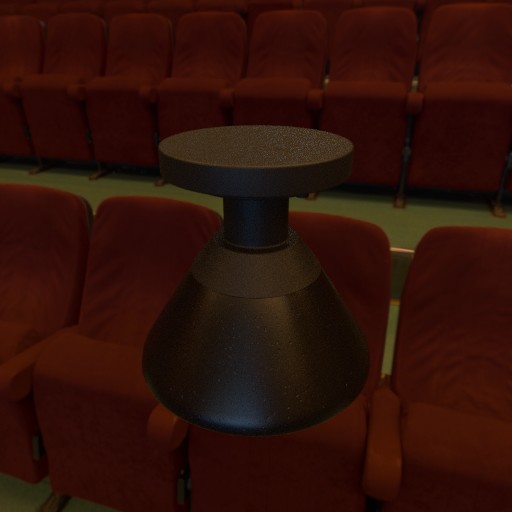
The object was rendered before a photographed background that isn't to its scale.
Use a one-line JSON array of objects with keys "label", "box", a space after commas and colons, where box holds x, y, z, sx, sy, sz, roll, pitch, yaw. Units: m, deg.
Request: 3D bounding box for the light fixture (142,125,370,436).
[{"label": "light fixture", "box": [0.000, 0.000, 0.360, 0.200, 0.183, 0.200, 0, 26, 0]}]
